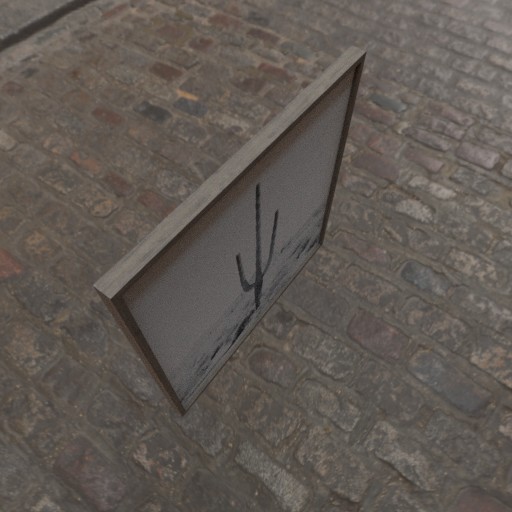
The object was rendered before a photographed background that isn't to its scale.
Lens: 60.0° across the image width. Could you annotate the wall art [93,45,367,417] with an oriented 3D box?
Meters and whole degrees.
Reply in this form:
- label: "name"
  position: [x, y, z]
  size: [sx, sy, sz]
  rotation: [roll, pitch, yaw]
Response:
- label: "wall art"
  position: [0.000, 0.000, 1.141]
  size: [0.038, 0.762, 0.762]
  rotation: [32, 63, 19]
